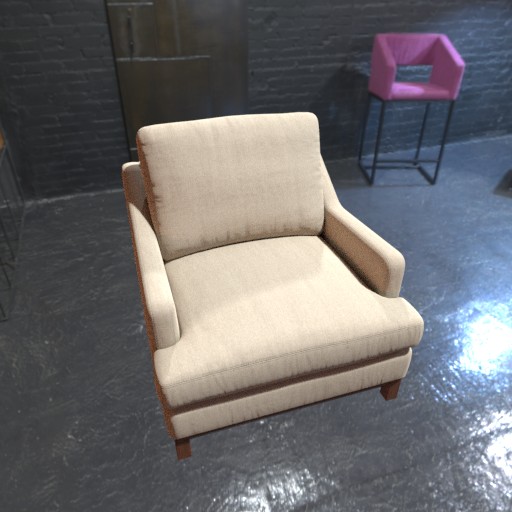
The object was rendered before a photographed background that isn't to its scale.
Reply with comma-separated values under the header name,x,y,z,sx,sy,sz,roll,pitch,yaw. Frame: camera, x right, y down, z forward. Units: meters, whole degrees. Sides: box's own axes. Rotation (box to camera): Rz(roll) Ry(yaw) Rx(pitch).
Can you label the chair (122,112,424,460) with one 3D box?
name,x,y,z,sx,sy,sz,roll,pitch,yaw
chair,0.000,0.000,1.733,0.912,0.916,1.001,-10,34,-15
